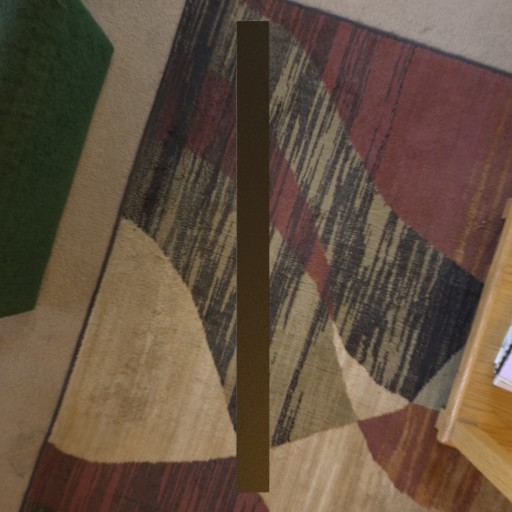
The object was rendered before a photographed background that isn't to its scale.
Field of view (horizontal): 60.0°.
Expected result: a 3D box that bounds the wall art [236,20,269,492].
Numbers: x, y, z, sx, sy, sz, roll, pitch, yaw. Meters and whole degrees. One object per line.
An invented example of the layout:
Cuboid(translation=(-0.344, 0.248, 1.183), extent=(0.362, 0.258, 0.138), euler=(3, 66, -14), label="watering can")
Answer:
Cuboid(translation=(0.000, 0.000, 0.730), extent=(0.036, 0.508, 0.508), euler=(0, 90, 1), label="wall art")
